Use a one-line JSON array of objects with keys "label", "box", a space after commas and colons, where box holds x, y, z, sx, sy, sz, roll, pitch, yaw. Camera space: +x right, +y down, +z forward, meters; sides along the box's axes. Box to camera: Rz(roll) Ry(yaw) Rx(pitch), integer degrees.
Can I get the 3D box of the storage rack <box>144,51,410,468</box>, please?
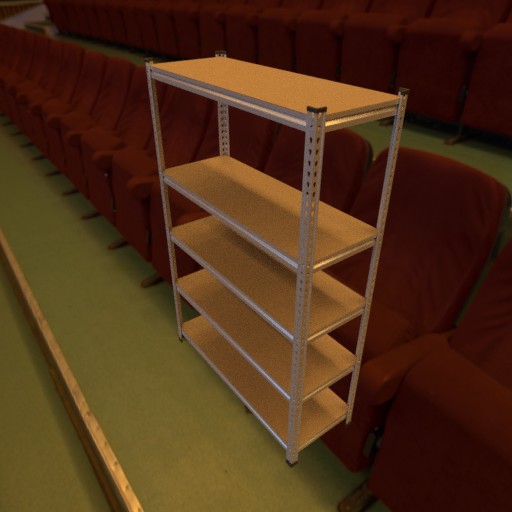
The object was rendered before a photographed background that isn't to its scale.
[{"label": "storage rack", "box": [0.000, 0.000, 2.348, 0.457, 1.829, 1.219, -22, 38, -31]}]
